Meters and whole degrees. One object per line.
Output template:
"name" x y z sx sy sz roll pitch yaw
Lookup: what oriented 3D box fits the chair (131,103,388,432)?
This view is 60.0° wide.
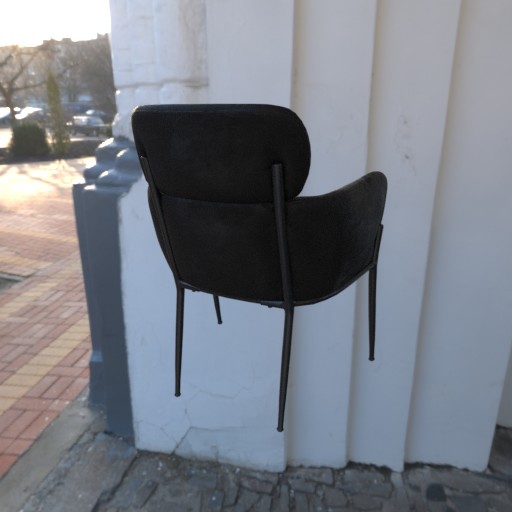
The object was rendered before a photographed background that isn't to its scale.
"chair" 0.000 0.000 1.272 0.640 0.818 0.604 9 20 26
